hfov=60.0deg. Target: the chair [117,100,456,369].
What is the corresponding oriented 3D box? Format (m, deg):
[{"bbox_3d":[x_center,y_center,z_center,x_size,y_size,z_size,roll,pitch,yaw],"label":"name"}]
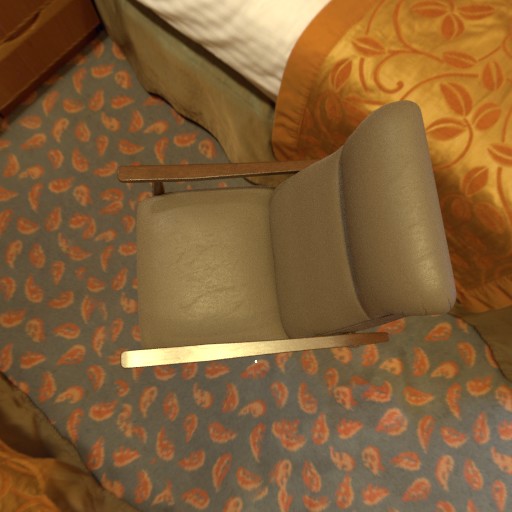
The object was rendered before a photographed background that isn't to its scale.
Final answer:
[{"bbox_3d":[0.000,0.000,1.717,1.014,1.082,0.762,-5,77,-1],"label":"chair"}]
